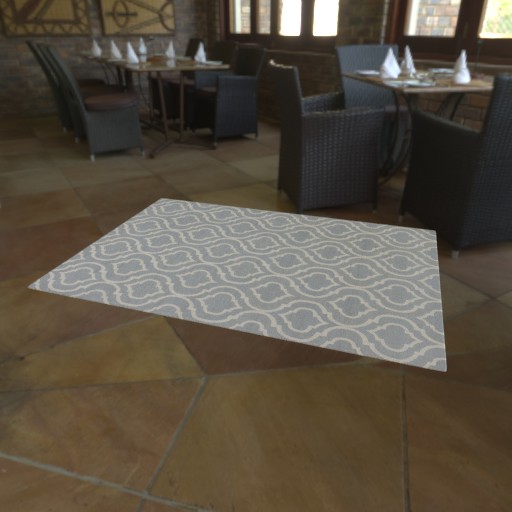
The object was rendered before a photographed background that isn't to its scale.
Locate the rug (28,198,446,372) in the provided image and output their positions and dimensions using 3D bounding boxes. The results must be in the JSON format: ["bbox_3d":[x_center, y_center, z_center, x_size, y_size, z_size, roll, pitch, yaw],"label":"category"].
[{"bbox_3d":[0.000,0.000,2.673,2.080,0.010,1.451,9,28,16],"label":"rug"}]
